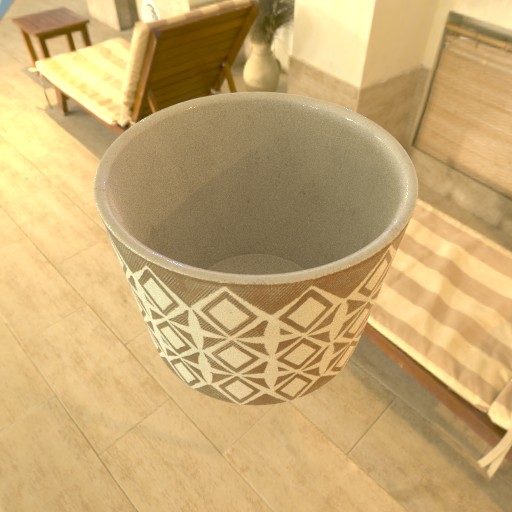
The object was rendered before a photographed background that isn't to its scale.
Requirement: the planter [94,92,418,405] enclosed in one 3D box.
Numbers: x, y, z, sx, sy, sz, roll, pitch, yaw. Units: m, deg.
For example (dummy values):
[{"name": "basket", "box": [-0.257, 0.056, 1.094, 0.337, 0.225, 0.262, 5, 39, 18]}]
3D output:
[{"name": "planter", "box": [0.000, 0.000, 0.444, 0.260, 0.220, 0.260, 0, 46, 0]}]
